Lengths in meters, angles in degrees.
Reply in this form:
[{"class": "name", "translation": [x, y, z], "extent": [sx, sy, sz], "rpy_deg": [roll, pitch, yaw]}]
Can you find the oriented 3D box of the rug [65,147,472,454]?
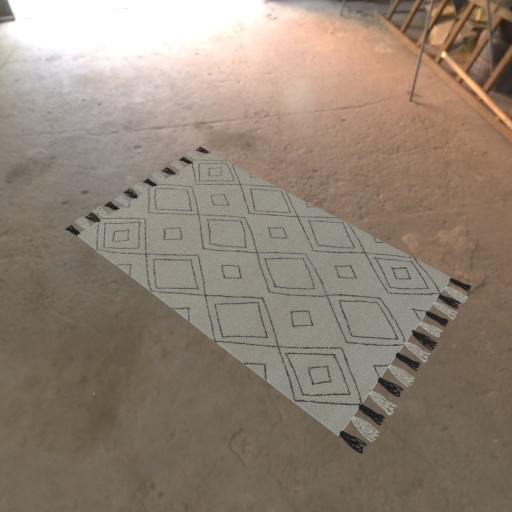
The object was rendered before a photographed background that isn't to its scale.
[{"class": "rug", "translation": [0.000, 0.000, 3.333], "extent": [2.755, 0.021, 1.524], "rpy_deg": [32, 55, 26]}]
